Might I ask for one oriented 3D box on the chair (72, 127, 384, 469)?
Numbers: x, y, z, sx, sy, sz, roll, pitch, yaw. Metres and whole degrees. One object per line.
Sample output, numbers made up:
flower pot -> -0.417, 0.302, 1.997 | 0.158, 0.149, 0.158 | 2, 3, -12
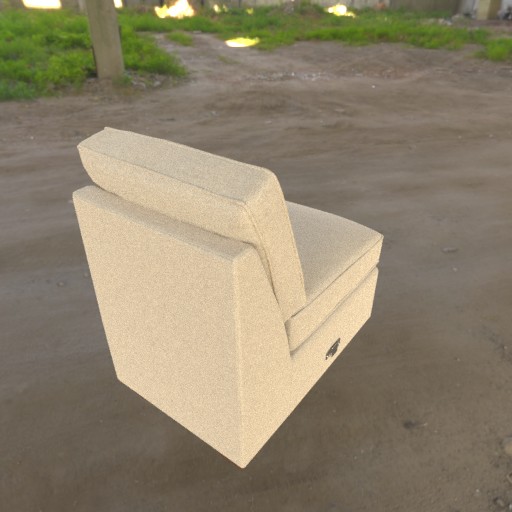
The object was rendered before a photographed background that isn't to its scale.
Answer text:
chair -> 0.000, 0.000, 1.575 | 0.621, 0.970, 0.938 | 22, 38, 31
